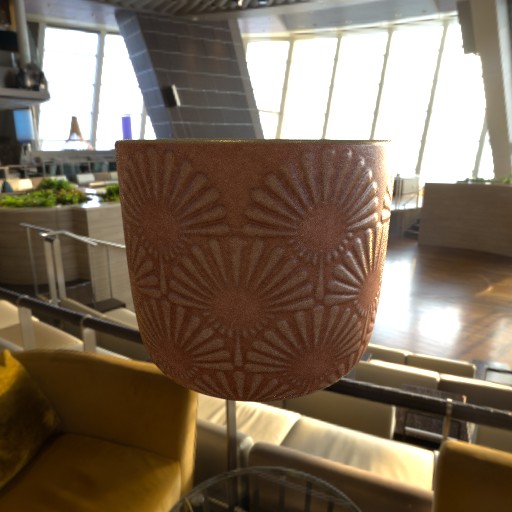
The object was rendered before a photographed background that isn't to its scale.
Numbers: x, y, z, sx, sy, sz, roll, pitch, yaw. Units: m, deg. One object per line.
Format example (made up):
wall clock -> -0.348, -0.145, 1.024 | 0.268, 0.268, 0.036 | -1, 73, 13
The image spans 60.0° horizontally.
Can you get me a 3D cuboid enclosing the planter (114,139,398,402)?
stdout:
planter -> 0.000, 0.000, 0.215 | 0.124, 0.109, 0.124 | 0, 14, 0
